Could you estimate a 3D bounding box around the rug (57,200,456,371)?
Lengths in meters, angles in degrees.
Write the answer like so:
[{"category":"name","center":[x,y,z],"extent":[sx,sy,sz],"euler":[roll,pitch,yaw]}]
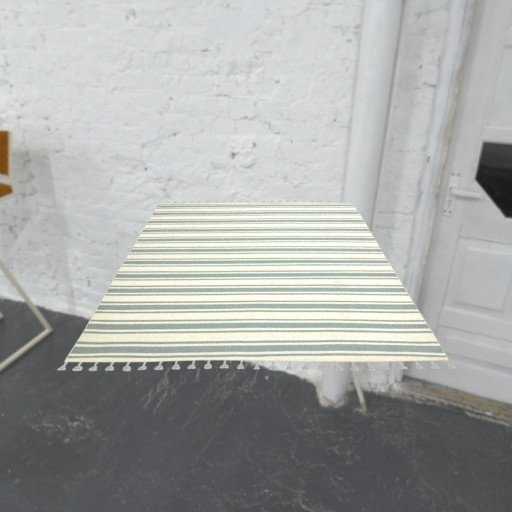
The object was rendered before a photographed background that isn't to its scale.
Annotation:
[{"category":"rug","center":[0.000,0.000,4.129],"extent":[2.439,0.005,3.201],"euler":[0,26,0]}]
